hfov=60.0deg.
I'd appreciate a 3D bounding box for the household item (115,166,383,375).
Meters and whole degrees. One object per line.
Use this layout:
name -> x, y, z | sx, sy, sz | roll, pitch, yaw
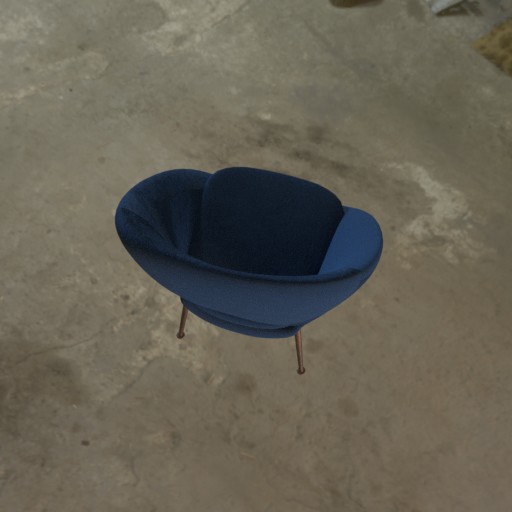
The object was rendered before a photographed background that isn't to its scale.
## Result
household item -> 0.000, 0.000, 1.273 | 0.623, 0.852, 0.573 | 15, 64, 7
